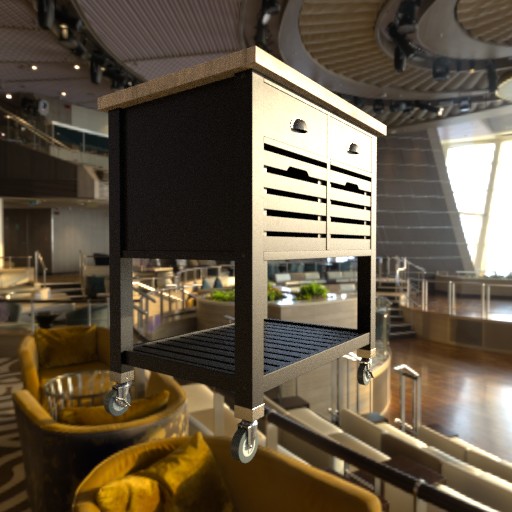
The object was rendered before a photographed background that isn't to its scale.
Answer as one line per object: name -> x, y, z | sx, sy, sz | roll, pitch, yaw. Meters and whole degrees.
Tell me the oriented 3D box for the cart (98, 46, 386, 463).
cart -> 0.000, 0.000, 1.436 | 0.567, 0.920, 0.797 | 1, 2, 36
